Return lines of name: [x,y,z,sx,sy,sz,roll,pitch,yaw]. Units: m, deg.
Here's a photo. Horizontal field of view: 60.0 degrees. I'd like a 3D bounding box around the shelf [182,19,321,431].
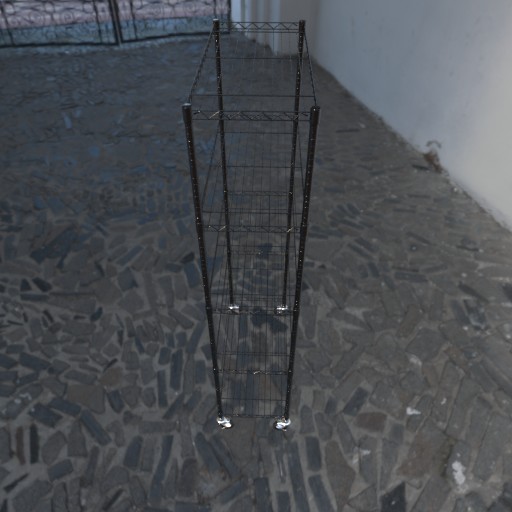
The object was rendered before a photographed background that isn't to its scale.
shelf: [0.000,0.000,1.889,0.356,1.645,0.762,1,43,1]
